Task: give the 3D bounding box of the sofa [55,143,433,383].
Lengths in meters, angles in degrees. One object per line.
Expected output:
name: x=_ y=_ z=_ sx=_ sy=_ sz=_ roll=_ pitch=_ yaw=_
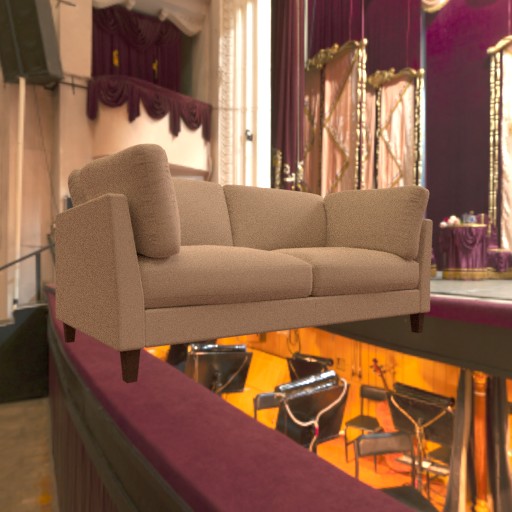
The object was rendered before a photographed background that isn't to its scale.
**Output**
sofa: x=0.000 y=0.000 z=2.277 sx=1.776 sy=0.836 sz=0.970 roll=0 pitch=0 yaw=-36
